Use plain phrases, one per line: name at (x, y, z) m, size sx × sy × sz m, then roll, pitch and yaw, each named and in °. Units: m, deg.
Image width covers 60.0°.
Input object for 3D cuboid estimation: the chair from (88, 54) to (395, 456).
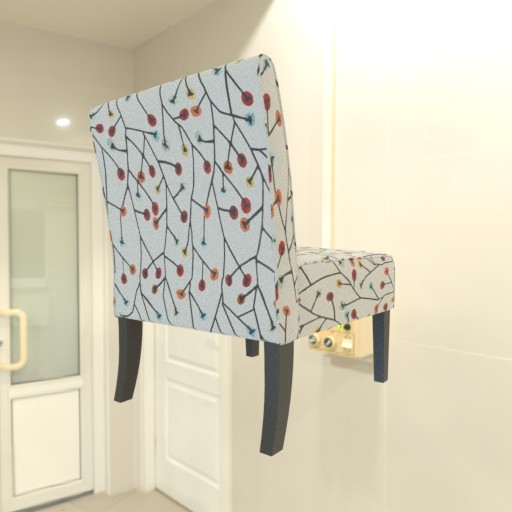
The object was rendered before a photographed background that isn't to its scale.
chair at (0.000, 0.000, 1.310) m, size 0.597 × 0.813 × 0.732 m, roll 1°, pitch 2°, yaw 37°
